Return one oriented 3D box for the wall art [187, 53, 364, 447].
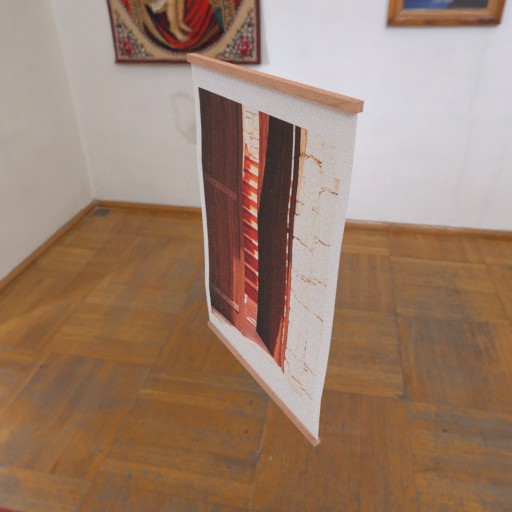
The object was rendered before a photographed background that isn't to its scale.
[{"bbox_3d":[0.000,0.000,0.653,0.012,0.508,0.332,-20,38,-28],"label":"wall art"}]
